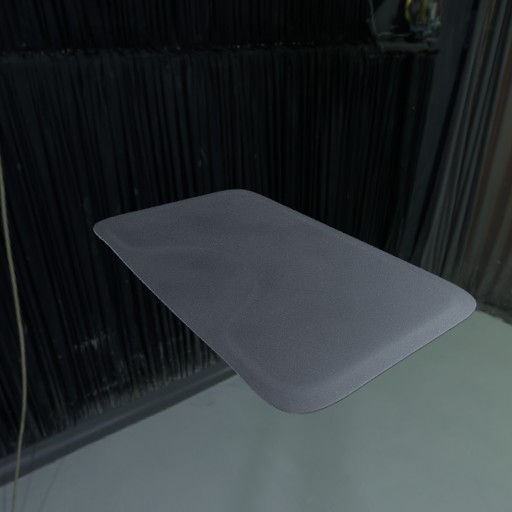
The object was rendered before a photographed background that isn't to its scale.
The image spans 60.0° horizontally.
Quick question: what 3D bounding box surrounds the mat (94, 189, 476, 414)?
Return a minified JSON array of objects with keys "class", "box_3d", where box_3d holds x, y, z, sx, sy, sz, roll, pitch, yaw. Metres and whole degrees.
[{"class":"mat","box_3d":[0.000,0.000,1.832,0.918,0.013,1.524,-19,33,-32]}]
